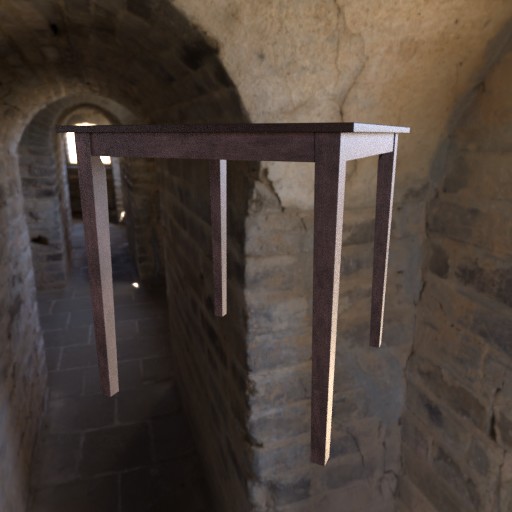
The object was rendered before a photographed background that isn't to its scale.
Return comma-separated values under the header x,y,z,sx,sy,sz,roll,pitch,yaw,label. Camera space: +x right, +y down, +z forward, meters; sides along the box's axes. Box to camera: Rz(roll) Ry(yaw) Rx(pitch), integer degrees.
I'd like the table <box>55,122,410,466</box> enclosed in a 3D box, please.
x,y,z,sx,sy,sz,roll,pitch,yaw,label
0.000,0.000,1.373,0.749,0.770,0.749,7,17,25,table
